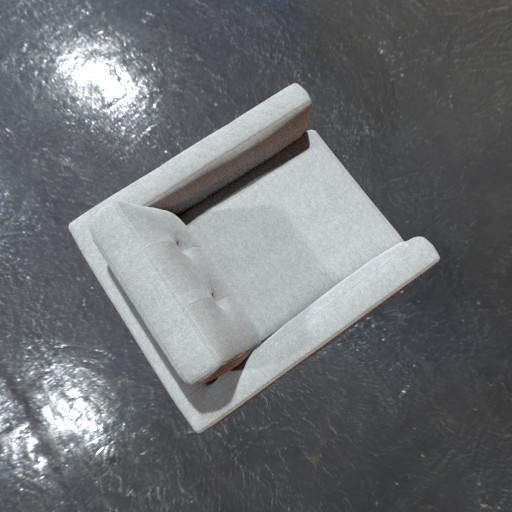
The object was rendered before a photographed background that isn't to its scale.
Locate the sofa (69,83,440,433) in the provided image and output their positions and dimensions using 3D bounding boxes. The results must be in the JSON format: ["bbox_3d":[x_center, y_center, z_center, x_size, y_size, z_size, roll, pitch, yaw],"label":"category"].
[{"bbox_3d":[0.000,0.000,1.561,0.920,0.860,0.770,-34,78,-8],"label":"sofa"}]
